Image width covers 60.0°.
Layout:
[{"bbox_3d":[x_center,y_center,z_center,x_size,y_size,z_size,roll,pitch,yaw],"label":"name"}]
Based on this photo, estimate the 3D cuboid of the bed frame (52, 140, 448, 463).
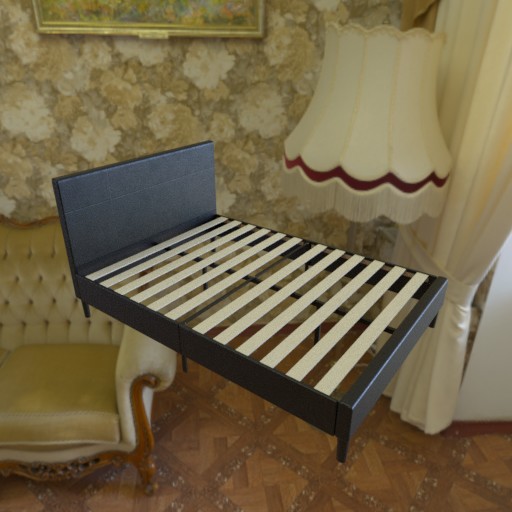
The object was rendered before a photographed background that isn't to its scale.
[{"bbox_3d":[0.000,0.000,2.980,2.152,1.046,1.469,18,31,33],"label":"bed frame"}]
